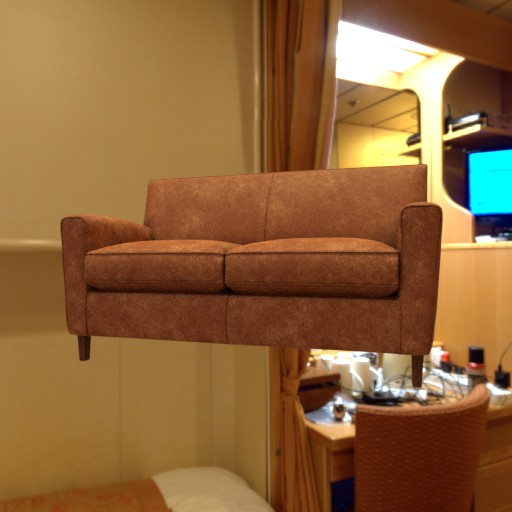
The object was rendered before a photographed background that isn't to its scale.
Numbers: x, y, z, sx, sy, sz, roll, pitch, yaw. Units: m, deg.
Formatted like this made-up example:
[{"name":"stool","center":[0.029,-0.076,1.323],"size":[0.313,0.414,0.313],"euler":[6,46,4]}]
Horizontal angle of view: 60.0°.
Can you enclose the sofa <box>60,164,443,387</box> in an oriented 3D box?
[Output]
[{"name":"sofa","center":[0.000,0.000,1.961],"size":[1.473,0.871,0.787],"euler":[0,-1,17]}]
